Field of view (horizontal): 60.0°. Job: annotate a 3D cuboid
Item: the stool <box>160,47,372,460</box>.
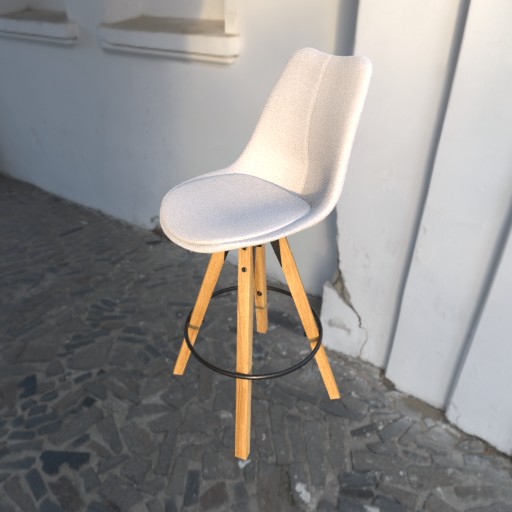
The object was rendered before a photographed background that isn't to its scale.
[{"bbox_3d":[0.000,0.000,1.366,0.550,1.115,0.484,-21,38,-30],"label":"stool"}]
